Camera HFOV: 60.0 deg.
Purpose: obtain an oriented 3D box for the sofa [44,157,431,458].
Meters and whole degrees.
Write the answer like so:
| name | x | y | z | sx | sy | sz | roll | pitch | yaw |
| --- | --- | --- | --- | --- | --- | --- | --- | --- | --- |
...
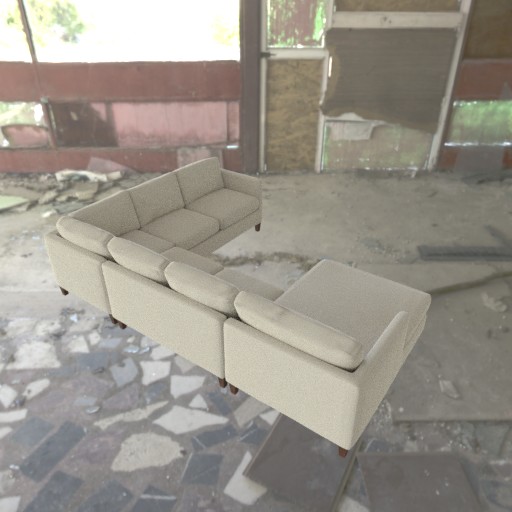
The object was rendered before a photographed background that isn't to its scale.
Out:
| name | x | y | z | sx | sy | sz | roll | pitch | yaw |
| --- | --- | --- | --- | --- | --- | --- | --- | --- | --- |
| sofa | 0.000 | 0.000 | 4.579 | 3.459 | 0.956 | 2.593 | 20 | 36 | 30 |
